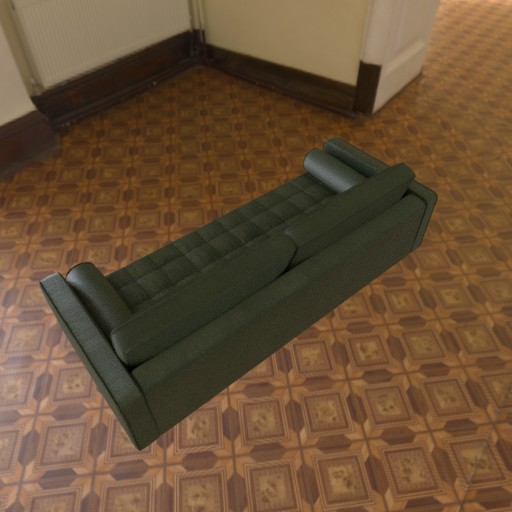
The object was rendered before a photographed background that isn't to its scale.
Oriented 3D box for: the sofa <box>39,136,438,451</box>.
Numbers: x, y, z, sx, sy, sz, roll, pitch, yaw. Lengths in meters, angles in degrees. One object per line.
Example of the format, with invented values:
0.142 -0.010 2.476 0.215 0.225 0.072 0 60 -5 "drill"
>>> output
0.000 0.000 2.641 2.199 0.769 0.918 -31 53 -26 "sofa"
